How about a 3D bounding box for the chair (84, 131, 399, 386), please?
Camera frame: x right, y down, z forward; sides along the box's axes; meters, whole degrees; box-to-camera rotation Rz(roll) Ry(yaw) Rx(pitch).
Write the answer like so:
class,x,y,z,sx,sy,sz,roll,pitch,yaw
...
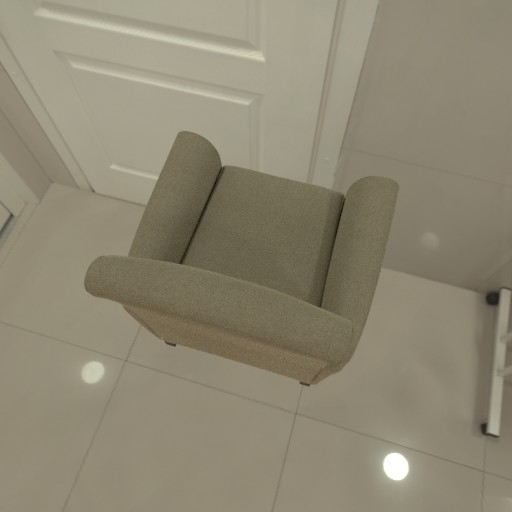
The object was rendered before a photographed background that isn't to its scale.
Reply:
class,x,y,z,sx,sy,sz,roll,pitch,yaw
chair,0.000,0.000,1.767,0.978,1.061,0.905,15,65,7
